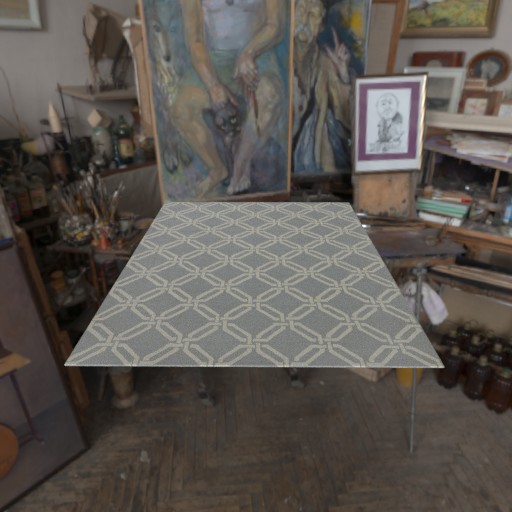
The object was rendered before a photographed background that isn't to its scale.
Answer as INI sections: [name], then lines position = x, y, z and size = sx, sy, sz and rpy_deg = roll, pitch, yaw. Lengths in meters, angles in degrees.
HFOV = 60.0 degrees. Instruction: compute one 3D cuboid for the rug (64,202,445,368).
[rug]
position = 0.000, 0.000, 4.361
size = 2.438, 0.013, 3.353
rpy_deg = 0, 25, 0
